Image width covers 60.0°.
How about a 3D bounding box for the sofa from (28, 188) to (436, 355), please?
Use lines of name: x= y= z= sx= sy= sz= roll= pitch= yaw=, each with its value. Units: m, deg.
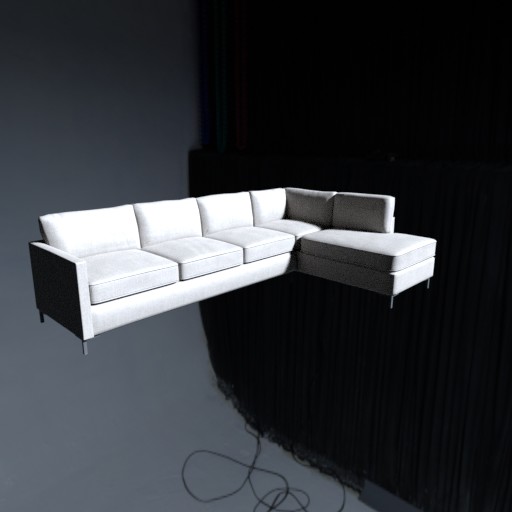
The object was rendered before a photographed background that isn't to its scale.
sofa: x=0.000 y=0.000 z=4.204 sx=2.077 sy=0.964 sz=3.331 roll=14 pitch=21 yaw=43
